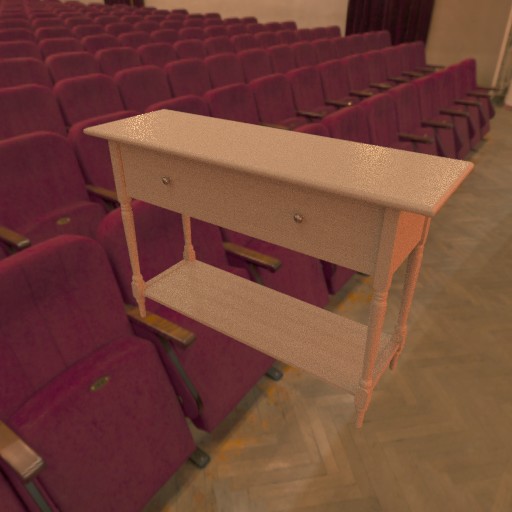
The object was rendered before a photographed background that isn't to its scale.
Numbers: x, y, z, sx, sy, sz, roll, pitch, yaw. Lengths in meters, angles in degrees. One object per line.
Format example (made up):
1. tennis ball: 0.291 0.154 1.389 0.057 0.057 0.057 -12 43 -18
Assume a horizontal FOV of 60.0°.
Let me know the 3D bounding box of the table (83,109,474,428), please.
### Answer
1. table: 0.000 0.000 1.578 1.197 0.808 0.384 19 35 30
